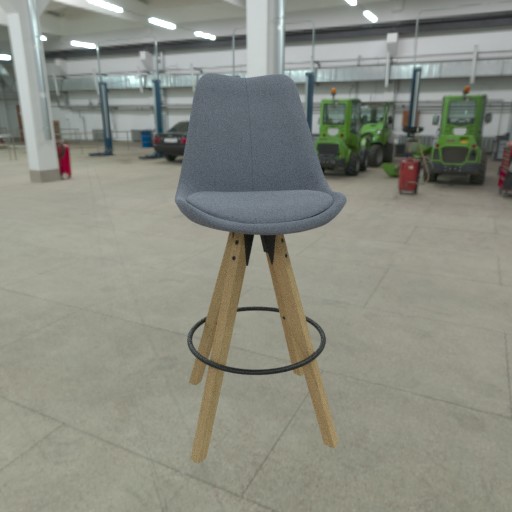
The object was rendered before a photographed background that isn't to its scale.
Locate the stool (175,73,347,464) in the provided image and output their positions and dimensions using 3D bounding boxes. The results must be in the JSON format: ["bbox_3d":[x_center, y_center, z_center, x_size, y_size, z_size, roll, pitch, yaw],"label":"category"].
[{"bbox_3d":[0.000,0.000,1.405,0.485,1.115,0.550,-3,18,-8],"label":"stool"}]
